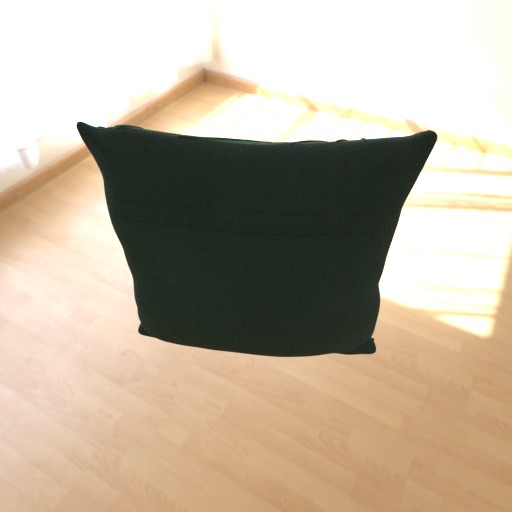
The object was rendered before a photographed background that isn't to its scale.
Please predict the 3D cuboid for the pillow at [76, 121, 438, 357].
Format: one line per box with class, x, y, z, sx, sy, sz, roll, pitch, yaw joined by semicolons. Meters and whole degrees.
pillow;0.000;0.000;0.674;0.439;0.440;0.184;3;45;3
